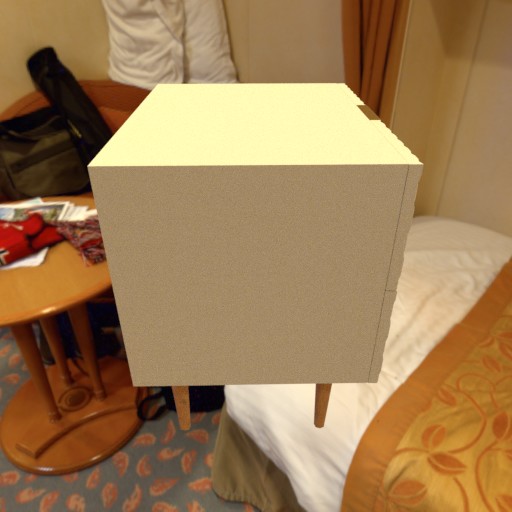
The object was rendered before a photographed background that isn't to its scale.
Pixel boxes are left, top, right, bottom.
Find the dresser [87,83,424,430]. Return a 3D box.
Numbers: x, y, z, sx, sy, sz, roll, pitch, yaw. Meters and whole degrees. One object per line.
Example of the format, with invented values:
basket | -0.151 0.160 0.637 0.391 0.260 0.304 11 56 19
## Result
dresser | 0.000 0.000 0.896 0.414 0.568 0.503 -1 32 -1
